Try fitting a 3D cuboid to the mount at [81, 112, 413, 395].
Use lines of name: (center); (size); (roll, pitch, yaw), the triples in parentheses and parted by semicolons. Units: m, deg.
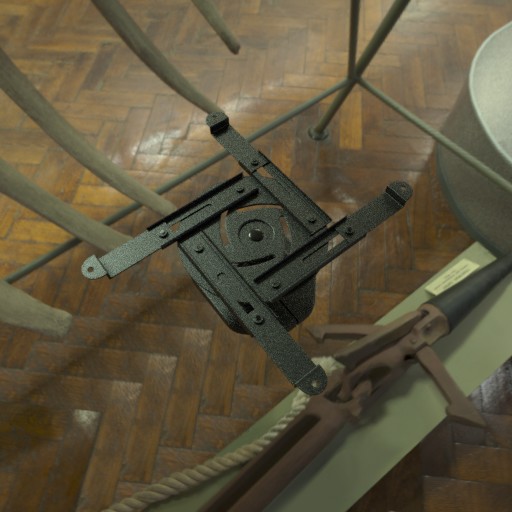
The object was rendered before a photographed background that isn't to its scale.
mount: (0.000, 0.000, 0.601); (0.394, 0.141, 0.394); (-34, 65, -18)
